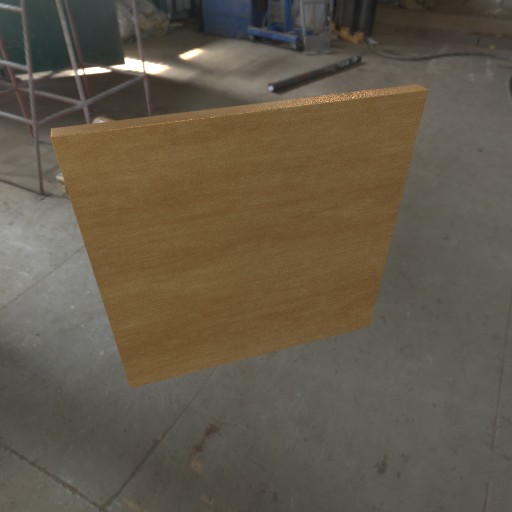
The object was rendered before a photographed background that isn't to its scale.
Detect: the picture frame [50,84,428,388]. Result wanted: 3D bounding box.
[{"bbox_3d":[0.000,0.000,1.113,0.758,0.761,0.037,-12,41,-13],"label":"picture frame"}]
